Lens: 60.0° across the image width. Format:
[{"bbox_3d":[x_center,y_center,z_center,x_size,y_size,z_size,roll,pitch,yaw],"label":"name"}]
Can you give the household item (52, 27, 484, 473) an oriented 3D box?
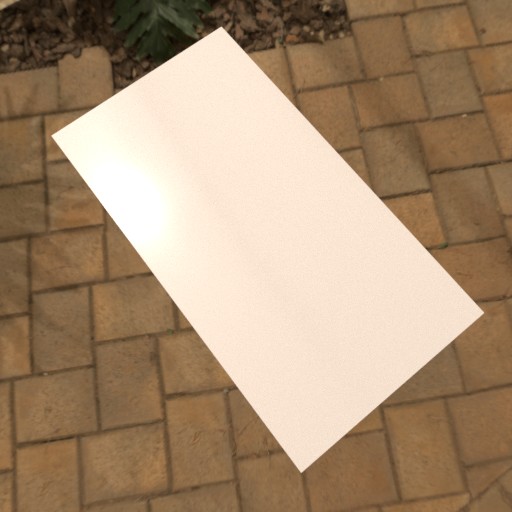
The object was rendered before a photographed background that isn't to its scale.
[{"bbox_3d":[0.000,0.000,1.539,0.597,0.749,1.100,-37,78,-9],"label":"household item"}]
